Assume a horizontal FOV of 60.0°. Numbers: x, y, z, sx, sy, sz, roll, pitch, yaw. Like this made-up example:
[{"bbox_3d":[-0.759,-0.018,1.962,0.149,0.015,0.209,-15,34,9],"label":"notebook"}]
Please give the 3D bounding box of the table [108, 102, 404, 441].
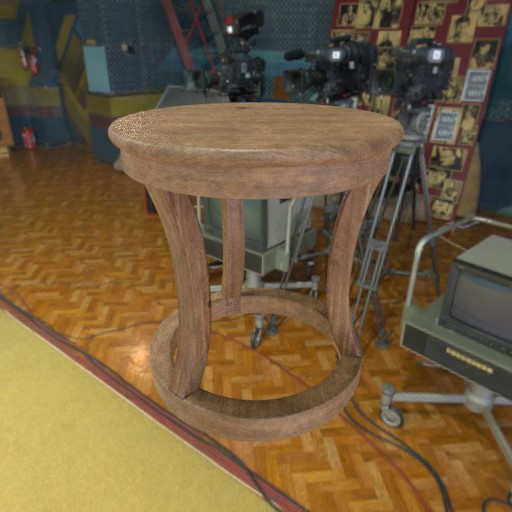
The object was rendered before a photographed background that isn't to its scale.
[{"bbox_3d":[0.000,0.000,0.771,0.432,0.460,0.432,0,26,0],"label":"table"}]
